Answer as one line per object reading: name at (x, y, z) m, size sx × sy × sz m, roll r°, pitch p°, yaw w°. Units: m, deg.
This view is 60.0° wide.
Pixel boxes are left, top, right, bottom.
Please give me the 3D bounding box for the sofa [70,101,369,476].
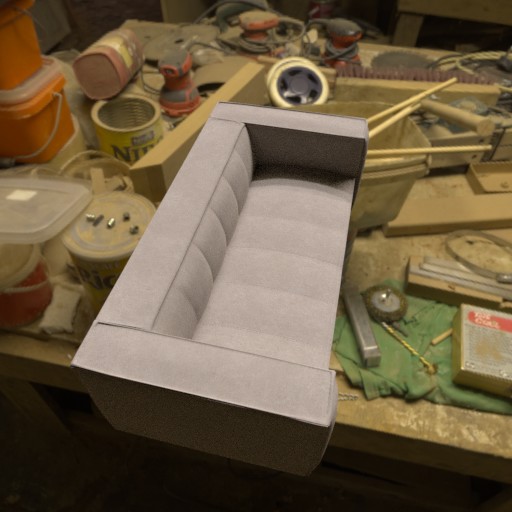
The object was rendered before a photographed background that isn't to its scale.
sofa at (0.000, 0.000, 2.449) m, size 1.038 × 0.680 × 1.995 m, roll 10°, pitch 49°, yaw 9°
